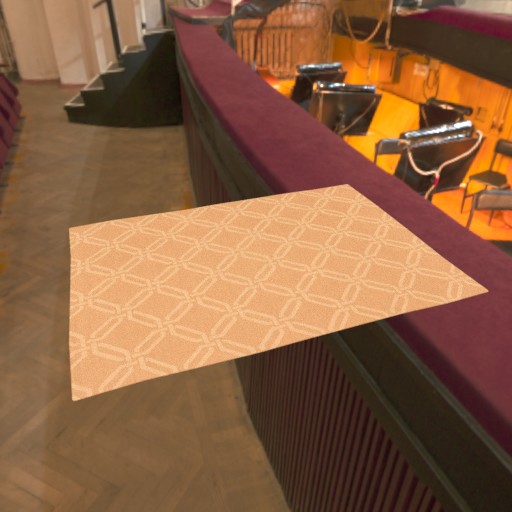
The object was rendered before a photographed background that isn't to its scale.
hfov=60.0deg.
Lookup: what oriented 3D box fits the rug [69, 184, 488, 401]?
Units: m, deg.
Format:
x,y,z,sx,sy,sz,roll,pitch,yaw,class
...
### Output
x,y,z,sx,sy,sz,roll,pitch,yaw,class
0.000,0.000,2.675,2.135,0.013,1.524,-11,34,-17,rug
